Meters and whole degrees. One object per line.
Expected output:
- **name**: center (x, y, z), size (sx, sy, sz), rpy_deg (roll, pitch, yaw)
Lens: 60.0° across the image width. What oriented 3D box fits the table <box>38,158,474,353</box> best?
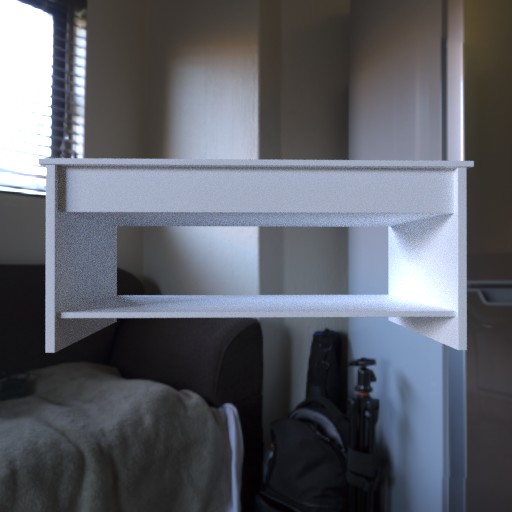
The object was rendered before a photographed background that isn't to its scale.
- **table**: center (0.000, 0.000, 1.265), size (1.000, 0.441, 0.500), rpy_deg (0, 0, -2)
